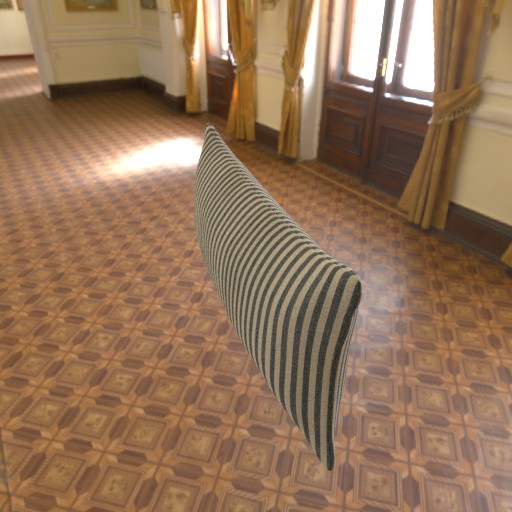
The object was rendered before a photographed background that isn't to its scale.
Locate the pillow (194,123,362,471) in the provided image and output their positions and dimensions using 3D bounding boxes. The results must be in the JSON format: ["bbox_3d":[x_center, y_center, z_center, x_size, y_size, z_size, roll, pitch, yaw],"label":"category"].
[{"bbox_3d":[0.000,0.000,0.740,0.151,0.295,0.617,-10,32,-16],"label":"pillow"}]
